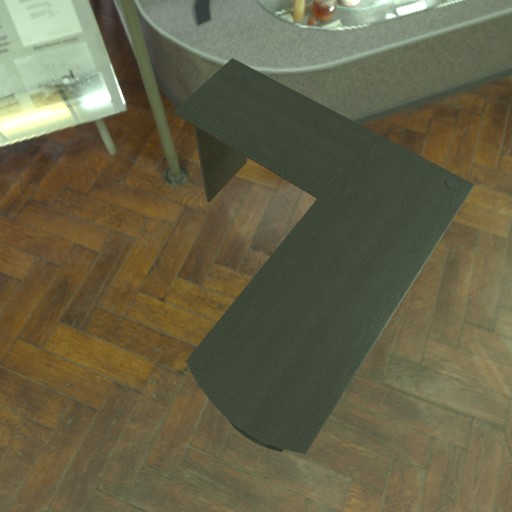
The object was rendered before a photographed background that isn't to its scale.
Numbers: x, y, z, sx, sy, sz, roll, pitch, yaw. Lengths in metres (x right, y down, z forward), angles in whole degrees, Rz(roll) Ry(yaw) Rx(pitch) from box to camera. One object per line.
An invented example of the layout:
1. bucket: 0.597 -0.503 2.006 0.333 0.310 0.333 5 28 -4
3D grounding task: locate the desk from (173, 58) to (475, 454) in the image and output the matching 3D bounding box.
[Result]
1. desk: 0.000 0.000 2.123 1.303 0.716 1.361 33 68 15
